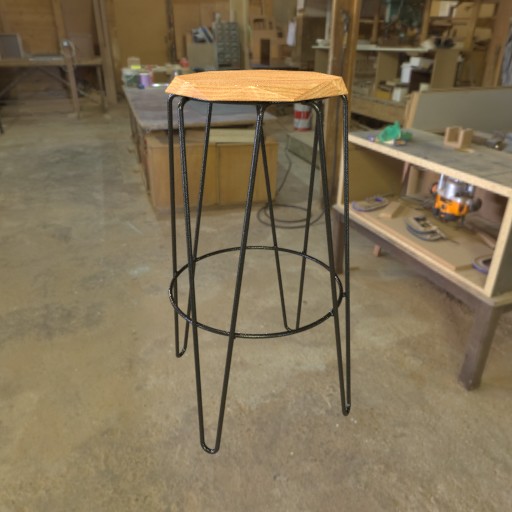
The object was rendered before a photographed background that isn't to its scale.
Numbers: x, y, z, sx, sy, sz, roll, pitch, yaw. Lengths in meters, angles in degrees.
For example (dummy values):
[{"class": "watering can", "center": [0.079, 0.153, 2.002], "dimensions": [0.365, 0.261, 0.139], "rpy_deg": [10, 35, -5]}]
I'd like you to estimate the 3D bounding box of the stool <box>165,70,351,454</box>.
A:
[{"class": "stool", "center": [0.000, 0.000, 0.810], "dimensions": [0.326, 0.610, 0.326], "rpy_deg": [-9, 28, -16]}]
